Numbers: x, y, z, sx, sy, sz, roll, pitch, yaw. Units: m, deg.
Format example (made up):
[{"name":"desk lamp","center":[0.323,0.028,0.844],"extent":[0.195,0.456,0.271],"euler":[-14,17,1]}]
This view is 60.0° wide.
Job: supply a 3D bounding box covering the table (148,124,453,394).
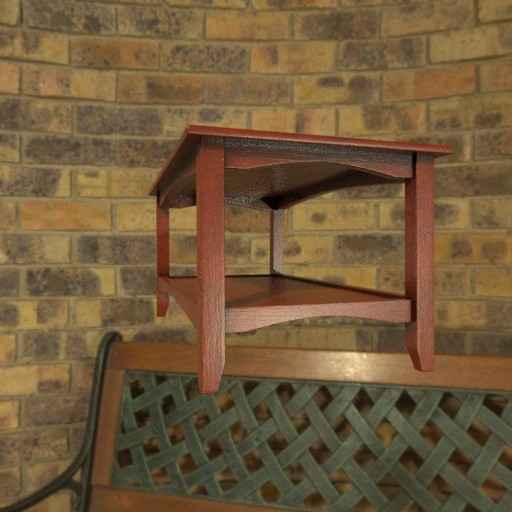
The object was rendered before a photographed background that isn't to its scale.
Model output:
[{"name":"table","center":[0.000,0.000,1.260],"extent":[0.533,0.456,0.943],"euler":[0,1,-17]}]
